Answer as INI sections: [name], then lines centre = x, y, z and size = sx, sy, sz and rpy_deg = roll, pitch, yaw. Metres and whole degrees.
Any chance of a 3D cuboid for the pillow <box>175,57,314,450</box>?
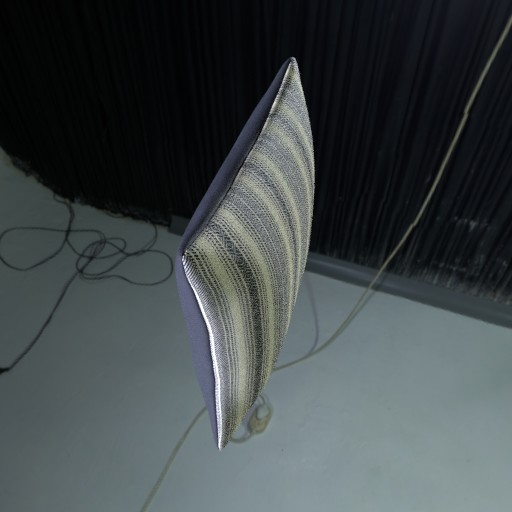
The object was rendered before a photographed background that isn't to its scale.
[pillow]
centre = 0.000, 0.000, 0.800
size = 0.166, 0.508, 0.520
rpy_deg = 12, 47, 11
